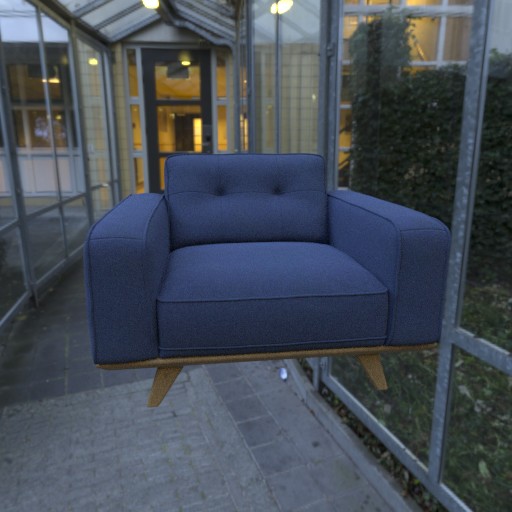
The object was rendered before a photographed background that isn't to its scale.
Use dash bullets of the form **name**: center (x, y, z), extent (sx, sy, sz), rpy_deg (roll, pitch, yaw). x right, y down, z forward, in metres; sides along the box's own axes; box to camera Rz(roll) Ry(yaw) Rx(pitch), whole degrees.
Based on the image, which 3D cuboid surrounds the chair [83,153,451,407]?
- **chair**: center (0.000, 0.000, 1.767), extent (1.118, 0.783, 0.953), rpy_deg (-2, 15, -7)
